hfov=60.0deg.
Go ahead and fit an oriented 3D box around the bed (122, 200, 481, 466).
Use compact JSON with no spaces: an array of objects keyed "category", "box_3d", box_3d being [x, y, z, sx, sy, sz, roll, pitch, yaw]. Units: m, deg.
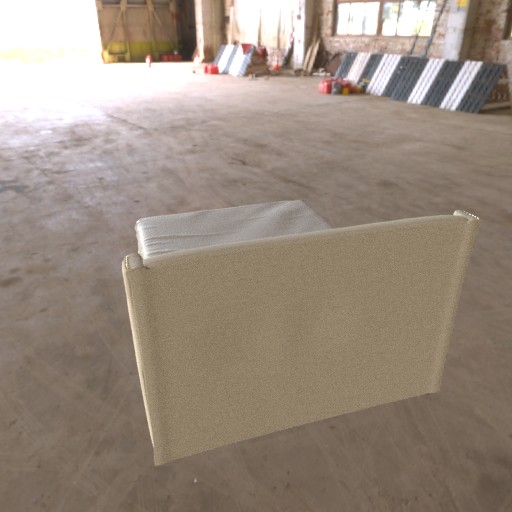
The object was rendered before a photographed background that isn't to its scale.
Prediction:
[{"category":"bed","box_3d":[0.000,0.000,3.418,1.925,1.332,2.276,-8,29,-15]}]
